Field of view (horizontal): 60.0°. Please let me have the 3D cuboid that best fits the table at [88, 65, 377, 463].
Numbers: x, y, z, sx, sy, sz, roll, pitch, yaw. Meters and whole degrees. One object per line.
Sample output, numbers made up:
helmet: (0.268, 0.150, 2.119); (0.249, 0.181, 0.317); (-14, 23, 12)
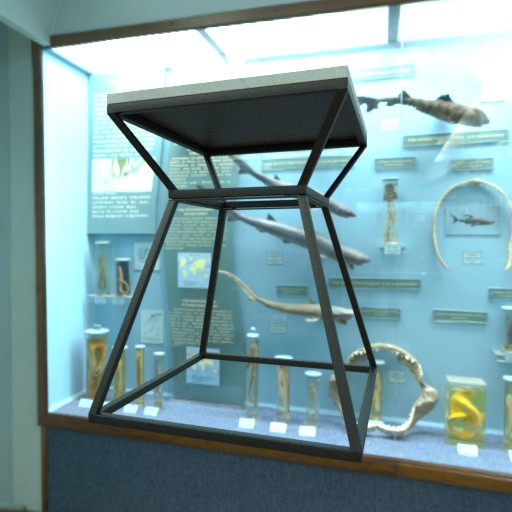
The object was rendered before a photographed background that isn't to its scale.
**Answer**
table: (0.000, 0.000, 0.892); (0.455, 0.559, 0.455); (1, 2, 18)
